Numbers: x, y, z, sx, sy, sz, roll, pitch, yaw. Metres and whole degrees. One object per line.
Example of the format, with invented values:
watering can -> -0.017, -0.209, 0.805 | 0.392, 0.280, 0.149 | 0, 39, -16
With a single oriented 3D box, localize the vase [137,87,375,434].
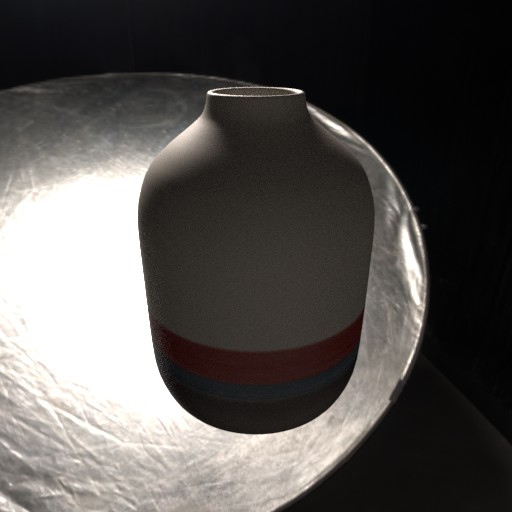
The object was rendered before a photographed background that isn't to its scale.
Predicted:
vase -> 0.000, 0.000, 0.338 | 0.169, 0.237, 0.169 | 0, 26, 0
